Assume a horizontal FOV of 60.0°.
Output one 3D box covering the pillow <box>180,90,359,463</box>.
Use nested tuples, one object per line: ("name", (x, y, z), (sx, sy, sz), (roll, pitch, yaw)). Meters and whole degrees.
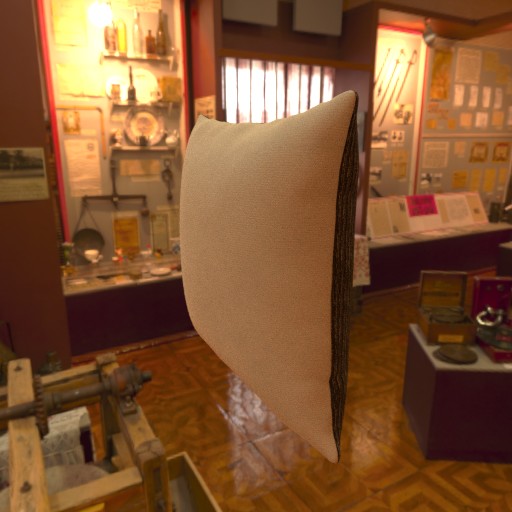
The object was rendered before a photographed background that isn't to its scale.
("pillow", (0.000, 0.000, 0.673), (0.196, 0.434, 0.433), (-7, 16, -27))
